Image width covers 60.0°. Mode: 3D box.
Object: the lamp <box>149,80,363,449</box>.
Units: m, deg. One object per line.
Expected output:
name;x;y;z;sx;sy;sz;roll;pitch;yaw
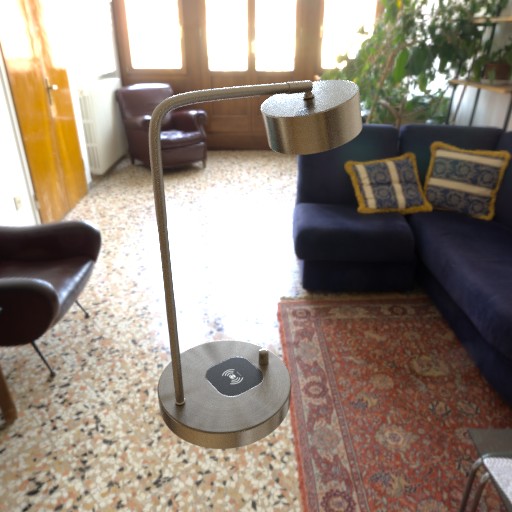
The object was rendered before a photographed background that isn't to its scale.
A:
lamp;0.000;0.000;0.647;0.334;0.469;0.211;-18;32;-32
